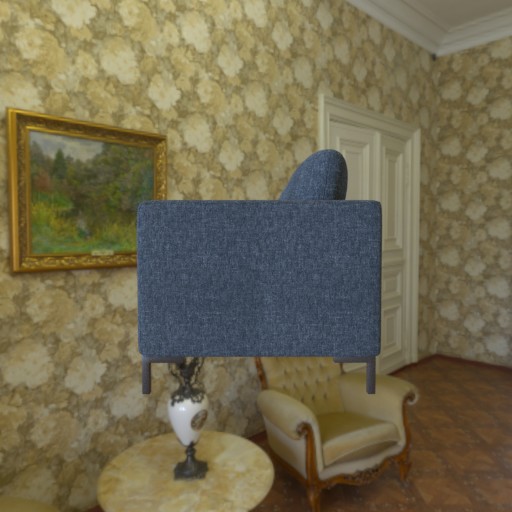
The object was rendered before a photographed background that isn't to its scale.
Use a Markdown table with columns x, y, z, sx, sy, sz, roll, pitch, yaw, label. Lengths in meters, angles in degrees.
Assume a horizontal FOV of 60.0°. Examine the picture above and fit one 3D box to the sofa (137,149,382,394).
| x | y | z | sx | sy | sz | roll | pitch | yaw | label |
| --- | --- | --- | --- | --- | --- | --- | --- | --- | --- |
| 0.000 | 0.000 | 2.603 | 0.859 | 0.874 | 2.218 | 0 | 2 | 0 | sofa |
